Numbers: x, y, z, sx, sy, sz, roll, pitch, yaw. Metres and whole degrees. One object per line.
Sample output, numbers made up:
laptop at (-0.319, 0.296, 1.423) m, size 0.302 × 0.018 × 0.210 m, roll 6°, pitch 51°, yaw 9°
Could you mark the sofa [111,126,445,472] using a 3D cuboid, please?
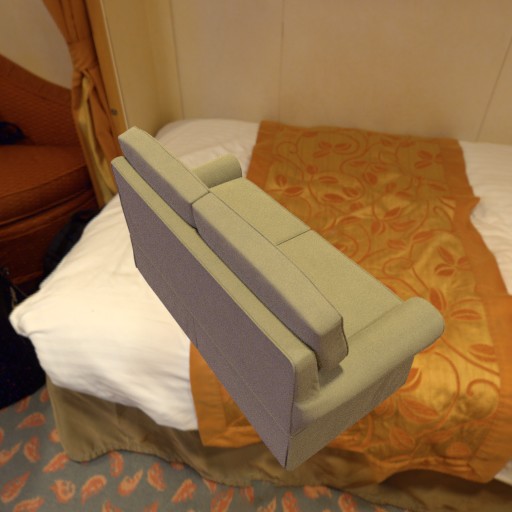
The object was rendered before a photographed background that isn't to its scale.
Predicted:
sofa at (0.000, 0.000, 2.364) m, size 0.841 × 1.024 × 1.823 m, roll -25°, pitch 48°, yaw -25°
